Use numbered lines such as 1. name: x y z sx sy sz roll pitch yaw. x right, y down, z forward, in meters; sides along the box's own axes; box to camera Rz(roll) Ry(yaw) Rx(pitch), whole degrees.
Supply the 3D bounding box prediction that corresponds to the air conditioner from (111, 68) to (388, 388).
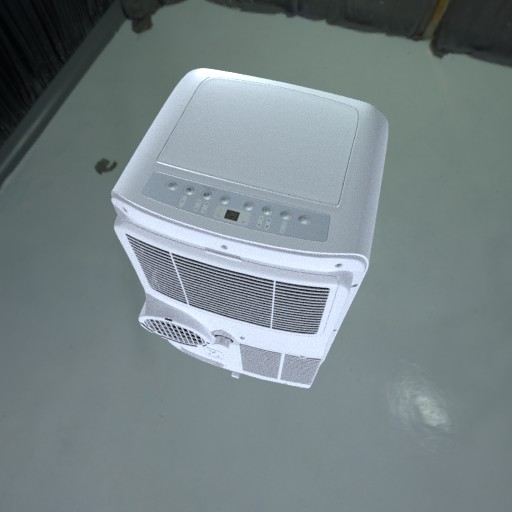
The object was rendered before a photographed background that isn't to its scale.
1. air conditioner: 0.000 0.000 1.073 0.478 0.765 0.467 15 64 7
